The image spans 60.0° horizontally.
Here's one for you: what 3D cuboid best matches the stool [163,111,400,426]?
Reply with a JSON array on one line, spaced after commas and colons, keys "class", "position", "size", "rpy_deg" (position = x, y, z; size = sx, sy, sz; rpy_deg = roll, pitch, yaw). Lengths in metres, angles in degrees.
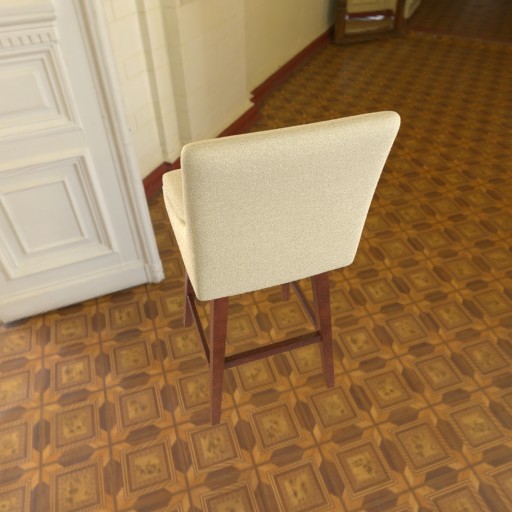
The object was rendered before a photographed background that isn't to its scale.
[{"class": "stool", "position": [0.000, 0.000, 1.370], "size": [0.470, 1.097, 0.559], "rpy_deg": [-13, 45, -14]}]
